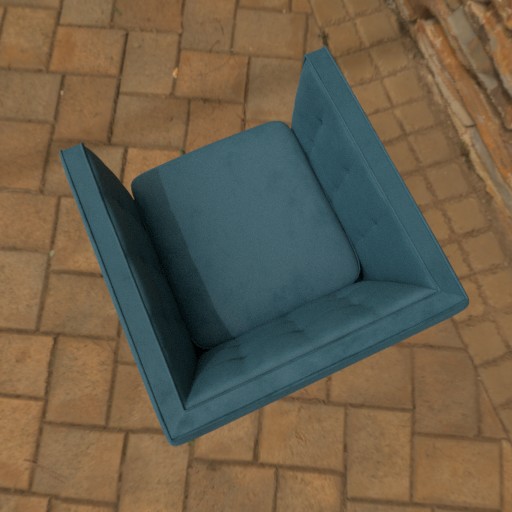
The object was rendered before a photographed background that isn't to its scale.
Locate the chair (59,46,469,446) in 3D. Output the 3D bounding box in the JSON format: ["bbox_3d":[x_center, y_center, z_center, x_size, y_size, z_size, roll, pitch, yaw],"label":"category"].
[{"bbox_3d":[0.000,0.000,1.574,0.880,0.790,0.894,-24,78,-6],"label":"chair"}]
